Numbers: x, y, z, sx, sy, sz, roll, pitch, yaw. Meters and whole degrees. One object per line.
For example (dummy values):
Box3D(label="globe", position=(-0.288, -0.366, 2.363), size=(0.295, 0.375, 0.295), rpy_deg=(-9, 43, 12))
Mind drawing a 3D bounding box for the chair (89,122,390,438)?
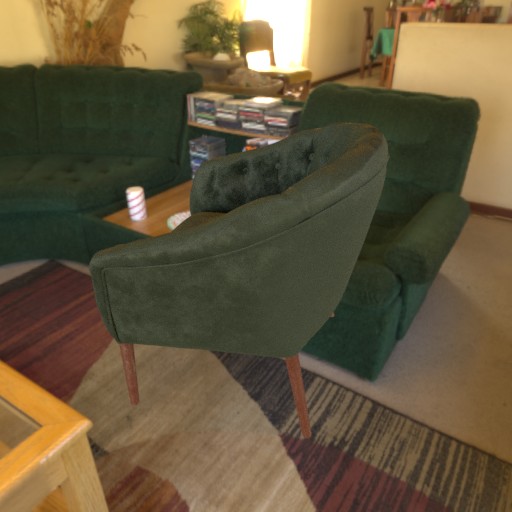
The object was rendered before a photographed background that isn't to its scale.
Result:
Box3D(label="chair", position=(0.000, 0.000, 1.520), size=(0.776, 0.885, 0.851), rpy_deg=(8, 31, 13))
